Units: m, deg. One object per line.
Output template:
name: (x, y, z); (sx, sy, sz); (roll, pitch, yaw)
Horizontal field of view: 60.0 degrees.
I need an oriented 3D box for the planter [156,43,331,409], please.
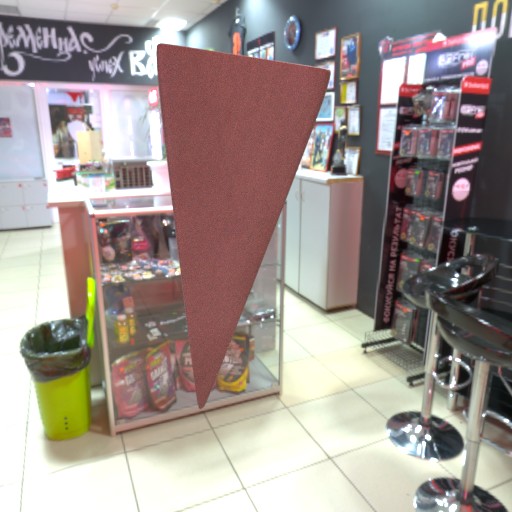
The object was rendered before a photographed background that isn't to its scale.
planter: (0.000, 0.000, 0.157); (0.047, 0.130, 0.058); (2, 16, 8)
